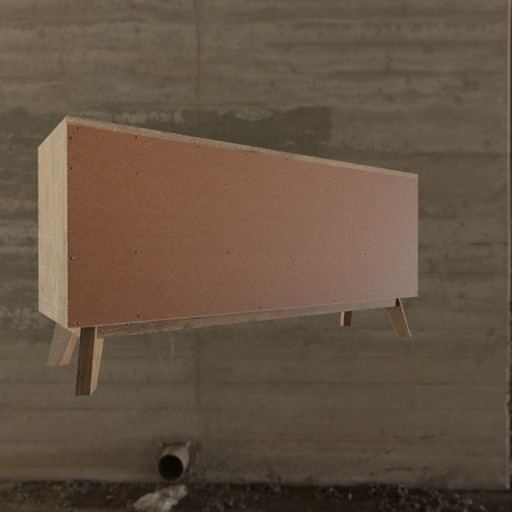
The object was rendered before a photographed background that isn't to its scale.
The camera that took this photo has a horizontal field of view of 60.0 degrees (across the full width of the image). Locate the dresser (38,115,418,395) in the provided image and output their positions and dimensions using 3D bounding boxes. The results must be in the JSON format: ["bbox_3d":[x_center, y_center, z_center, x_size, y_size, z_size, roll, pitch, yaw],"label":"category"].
[{"bbox_3d":[0.000,0.000,1.877,1.602,0.788,0.455,0,1,-35],"label":"dresser"}]
